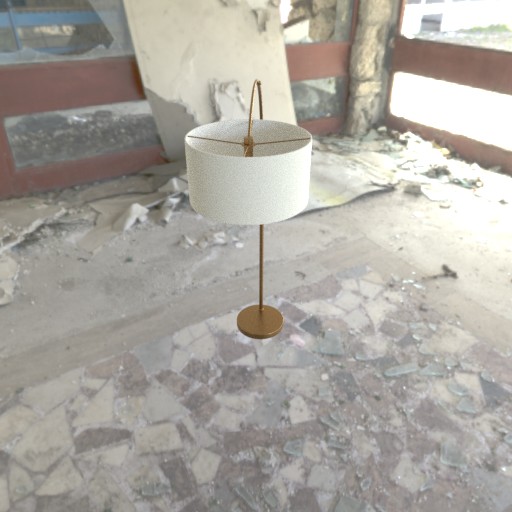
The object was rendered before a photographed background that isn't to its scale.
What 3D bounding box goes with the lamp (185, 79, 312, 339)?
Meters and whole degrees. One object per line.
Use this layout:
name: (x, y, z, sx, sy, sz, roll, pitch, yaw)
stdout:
lamp: (0.000, 0.000, 2.564, 0.493, 1.927, 1.434, 2, 32, 3)
